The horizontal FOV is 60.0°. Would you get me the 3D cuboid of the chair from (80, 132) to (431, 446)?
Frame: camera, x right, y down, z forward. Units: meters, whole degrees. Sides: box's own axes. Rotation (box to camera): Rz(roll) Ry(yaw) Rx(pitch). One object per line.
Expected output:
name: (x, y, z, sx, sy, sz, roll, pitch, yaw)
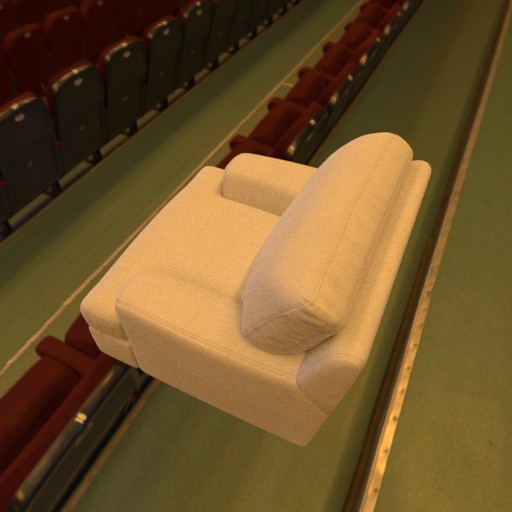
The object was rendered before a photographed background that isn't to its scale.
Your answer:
chair: (0.000, 0.000, 1.948, 1.158, 0.930, 1.140, 19, 51, 17)
